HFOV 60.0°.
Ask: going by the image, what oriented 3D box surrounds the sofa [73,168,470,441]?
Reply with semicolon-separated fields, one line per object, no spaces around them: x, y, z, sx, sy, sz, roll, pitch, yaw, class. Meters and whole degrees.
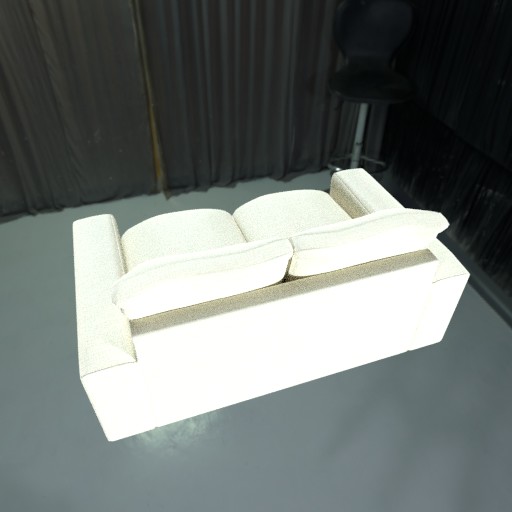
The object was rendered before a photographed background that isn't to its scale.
0.000;0.000;2.303;1.754;0.875;1.091;-13;43;-14;sofa
